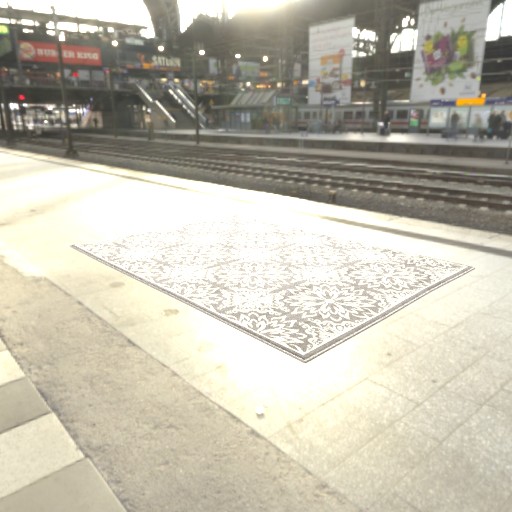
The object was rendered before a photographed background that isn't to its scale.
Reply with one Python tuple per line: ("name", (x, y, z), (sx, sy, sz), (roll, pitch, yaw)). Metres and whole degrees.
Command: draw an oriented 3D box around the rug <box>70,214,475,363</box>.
("rug", (0.000, 0.000, 2.951), (1.608, 0.014, 2.213), (-16, 23, -41))
